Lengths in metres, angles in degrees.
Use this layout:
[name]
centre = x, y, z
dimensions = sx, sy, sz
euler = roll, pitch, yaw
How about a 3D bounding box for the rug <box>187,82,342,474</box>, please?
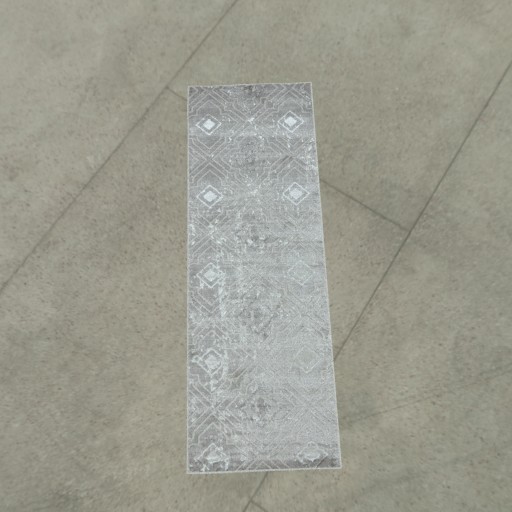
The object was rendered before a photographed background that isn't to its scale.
[rug]
centre = 0.000, 0.000, 2.670
dimensions = 0.832, 0.035, 2.381
euler = -2, 75, -1
